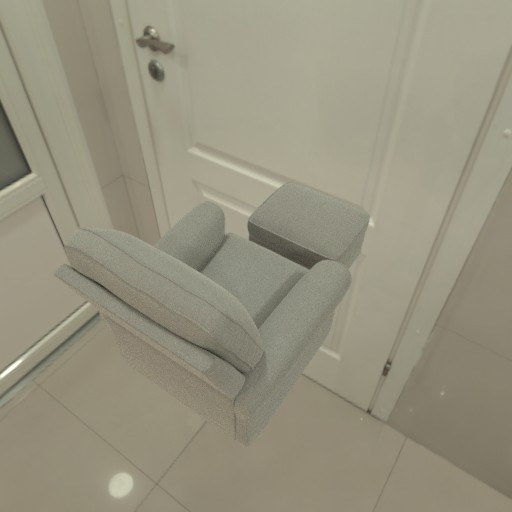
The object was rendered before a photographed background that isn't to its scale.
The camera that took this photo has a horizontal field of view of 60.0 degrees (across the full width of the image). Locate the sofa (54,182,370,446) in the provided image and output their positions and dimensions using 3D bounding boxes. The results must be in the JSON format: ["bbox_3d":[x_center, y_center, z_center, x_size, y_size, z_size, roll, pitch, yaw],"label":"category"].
[{"bbox_3d":[0.000,0.000,2.052,0.880,0.959,1.478,26,51,23],"label":"sofa"}]
